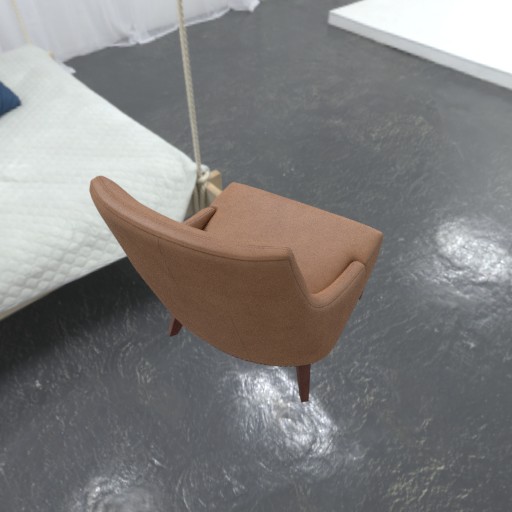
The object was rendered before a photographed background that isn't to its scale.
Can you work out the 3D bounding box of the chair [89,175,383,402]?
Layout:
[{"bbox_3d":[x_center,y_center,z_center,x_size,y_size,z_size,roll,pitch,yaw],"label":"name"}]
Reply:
[{"bbox_3d":[0.000,0.000,1.520,0.701,0.909,0.861,22,50,20],"label":"chair"}]
